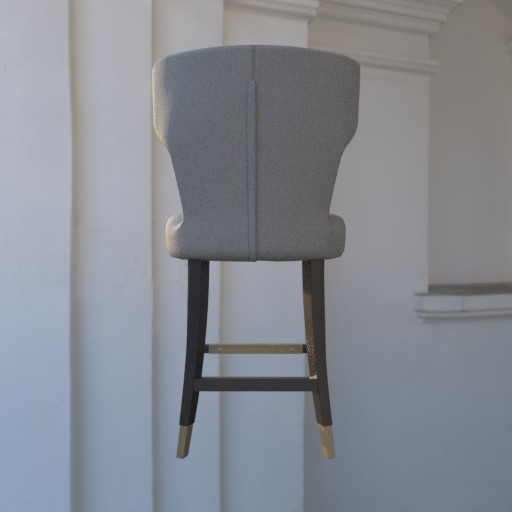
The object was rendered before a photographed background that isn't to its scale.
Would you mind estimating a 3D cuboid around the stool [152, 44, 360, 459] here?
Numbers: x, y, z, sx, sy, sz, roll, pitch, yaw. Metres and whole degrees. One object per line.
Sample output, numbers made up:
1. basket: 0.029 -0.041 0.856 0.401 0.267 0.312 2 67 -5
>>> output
1. stool: 0.000 0.000 1.279 0.527 0.982 0.563 0 0 0
